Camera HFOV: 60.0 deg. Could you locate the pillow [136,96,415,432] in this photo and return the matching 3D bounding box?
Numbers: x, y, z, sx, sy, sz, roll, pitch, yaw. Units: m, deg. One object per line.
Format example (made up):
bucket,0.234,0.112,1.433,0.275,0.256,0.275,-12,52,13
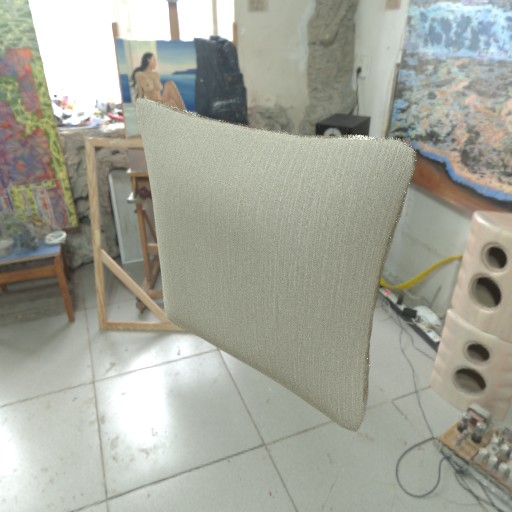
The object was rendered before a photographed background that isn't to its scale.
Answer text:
pillow,0.000,0.000,0.823,0.538,0.525,0.216,22,36,33
